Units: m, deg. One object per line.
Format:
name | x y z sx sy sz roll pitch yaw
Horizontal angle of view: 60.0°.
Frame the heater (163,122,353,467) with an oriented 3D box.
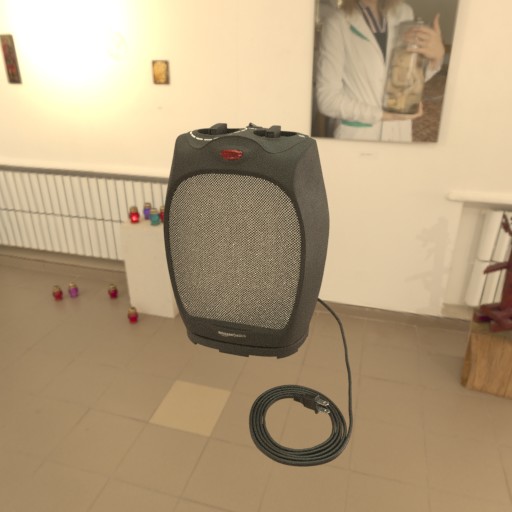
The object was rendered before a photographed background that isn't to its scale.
heater | 0.000 0.000 0.473 0.239 0.255 0.291 7 26 14
